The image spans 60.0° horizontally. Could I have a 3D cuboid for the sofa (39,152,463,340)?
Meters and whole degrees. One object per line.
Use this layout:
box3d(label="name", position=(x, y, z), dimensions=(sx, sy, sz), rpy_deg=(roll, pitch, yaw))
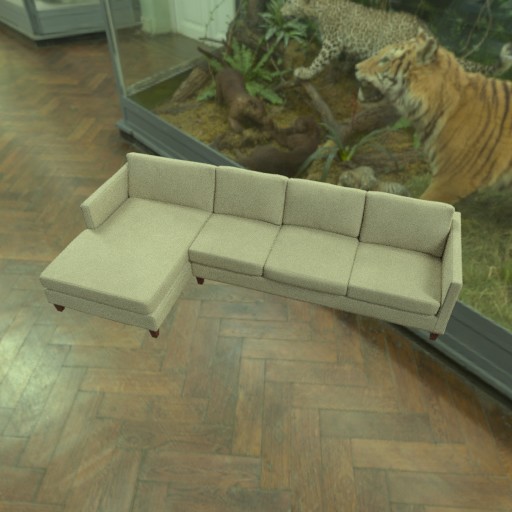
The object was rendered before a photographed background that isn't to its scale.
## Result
box3d(label="sofa", position=(0.000, 0.000, 3.750), dimensions=(3.186, 0.846, 1.625), rpy_deg=(12, 43, 14))
